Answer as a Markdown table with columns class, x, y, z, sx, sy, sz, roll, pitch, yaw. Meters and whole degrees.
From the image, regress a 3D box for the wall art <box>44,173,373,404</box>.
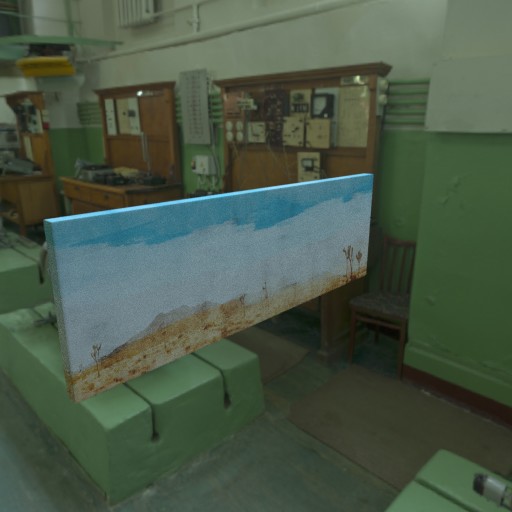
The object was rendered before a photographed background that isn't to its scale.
| class | x | y | z | sx | sy | sz | roll | pitch | yaw |
| --- | --- | --- | --- | --- | --- | --- | --- | --- | --- |
| wall art | 0.000 | 0.000 | 0.843 | 0.044 | 0.254 | 0.759 | 15 | 22 | 42 |
